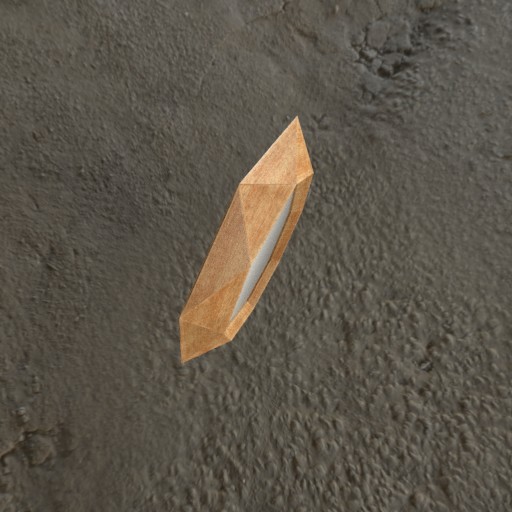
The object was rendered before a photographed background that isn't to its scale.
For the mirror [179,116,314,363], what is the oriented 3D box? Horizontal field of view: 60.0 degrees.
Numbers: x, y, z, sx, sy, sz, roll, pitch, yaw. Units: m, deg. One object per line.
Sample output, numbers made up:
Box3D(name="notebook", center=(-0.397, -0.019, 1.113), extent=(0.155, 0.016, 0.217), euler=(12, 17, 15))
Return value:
Box3D(name="mirror", center=(0.000, 0.000, 1.020), extent=(0.070, 0.774, 0.577), euler=(28, 78, 6))
